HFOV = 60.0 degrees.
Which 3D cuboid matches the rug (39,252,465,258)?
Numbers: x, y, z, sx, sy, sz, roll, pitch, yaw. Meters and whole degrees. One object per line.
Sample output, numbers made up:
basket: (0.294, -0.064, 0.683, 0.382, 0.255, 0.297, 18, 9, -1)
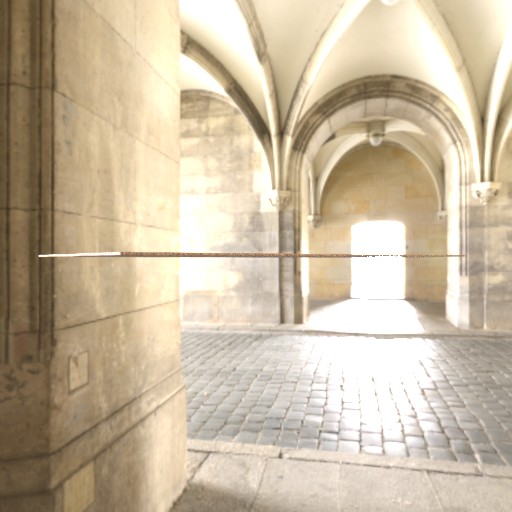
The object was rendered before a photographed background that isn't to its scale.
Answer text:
rug: (0.000, 0.000, 2.298, 1.840, 0.013, 1.225, 0, -1, -36)
